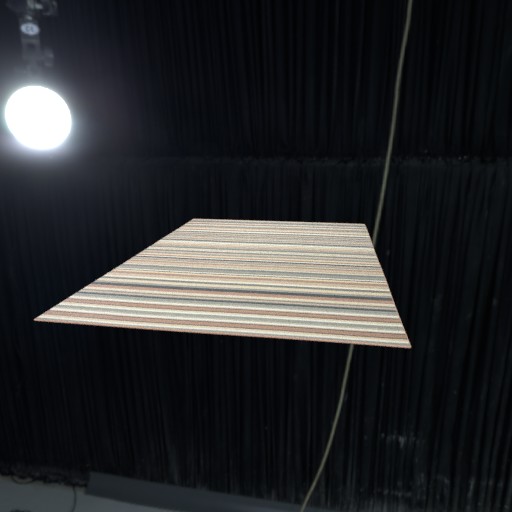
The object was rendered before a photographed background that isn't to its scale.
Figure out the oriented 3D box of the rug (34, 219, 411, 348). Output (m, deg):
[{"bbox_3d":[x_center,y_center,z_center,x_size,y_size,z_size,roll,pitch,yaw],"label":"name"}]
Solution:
[{"bbox_3d":[0.000,0.000,2.262,1.219,0.008,1.829,2,16,9],"label":"rug"}]
